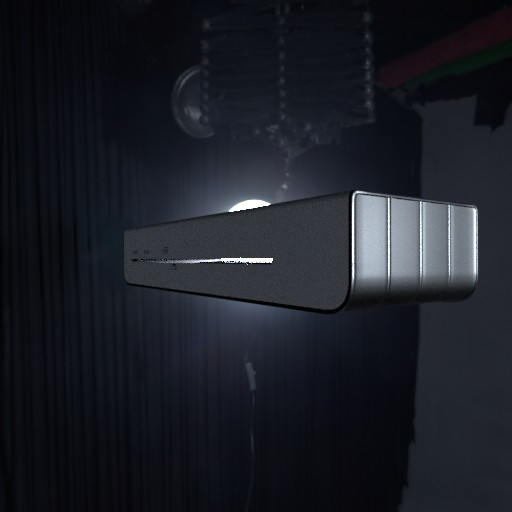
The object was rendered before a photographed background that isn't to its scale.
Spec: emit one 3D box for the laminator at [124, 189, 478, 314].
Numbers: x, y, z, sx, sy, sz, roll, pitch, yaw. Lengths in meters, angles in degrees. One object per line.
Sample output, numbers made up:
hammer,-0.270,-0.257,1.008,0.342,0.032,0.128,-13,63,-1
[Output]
laminator,0.000,0.000,0.386,0.123,0.062,0.340,0,0,-34
